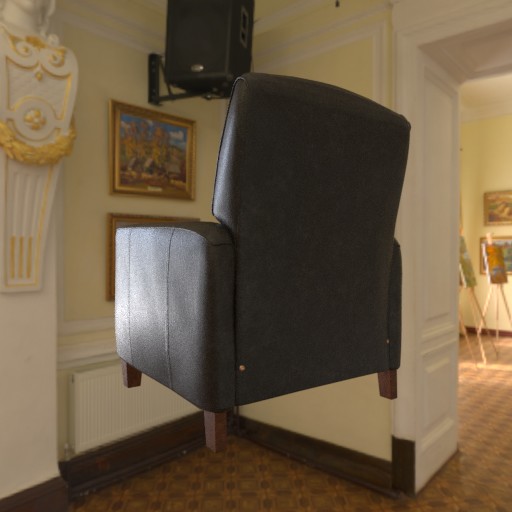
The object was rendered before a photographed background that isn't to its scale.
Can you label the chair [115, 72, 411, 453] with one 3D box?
[{"bbox_3d":[0.000,0.000,1.640,0.848,1.014,0.864,-1,1,-35],"label":"chair"}]
